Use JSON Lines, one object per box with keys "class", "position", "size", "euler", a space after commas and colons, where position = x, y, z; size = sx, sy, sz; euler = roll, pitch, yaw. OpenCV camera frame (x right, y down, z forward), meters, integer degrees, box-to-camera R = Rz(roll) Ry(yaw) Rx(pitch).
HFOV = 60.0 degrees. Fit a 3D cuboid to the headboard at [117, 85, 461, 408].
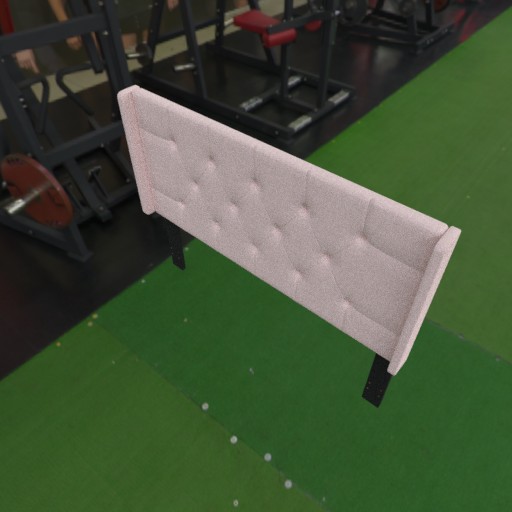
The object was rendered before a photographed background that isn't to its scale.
{"class": "headboard", "position": [0.000, 0.000, 2.719], "size": [2.051, 1.524, 0.184], "euler": [31, 52, 28]}
